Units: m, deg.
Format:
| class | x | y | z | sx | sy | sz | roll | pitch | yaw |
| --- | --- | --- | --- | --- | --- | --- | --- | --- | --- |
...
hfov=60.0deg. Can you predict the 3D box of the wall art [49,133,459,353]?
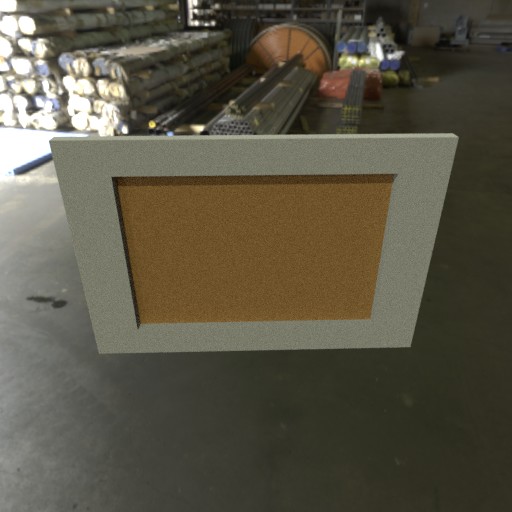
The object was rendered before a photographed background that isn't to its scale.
| class | x | y | z | sx | sy | sz | roll | pitch | yaw |
| --- | --- | --- | --- | --- | --- | --- | --- | --- | --- |
| wall art | 0.000 | 0.000 | 1.147 | 0.906 | 0.617 | 0.033 | -1 | 30 | -2 |
